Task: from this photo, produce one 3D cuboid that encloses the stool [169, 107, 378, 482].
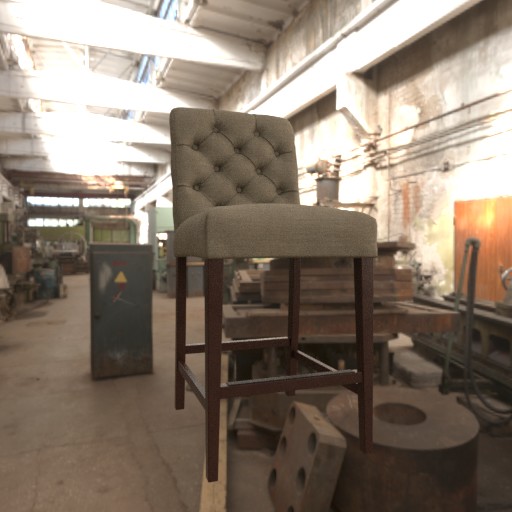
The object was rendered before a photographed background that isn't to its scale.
[{"bbox_3d":[0.000,0.000,1.434,0.486,1.084,0.660,0,1,-19],"label":"stool"}]
